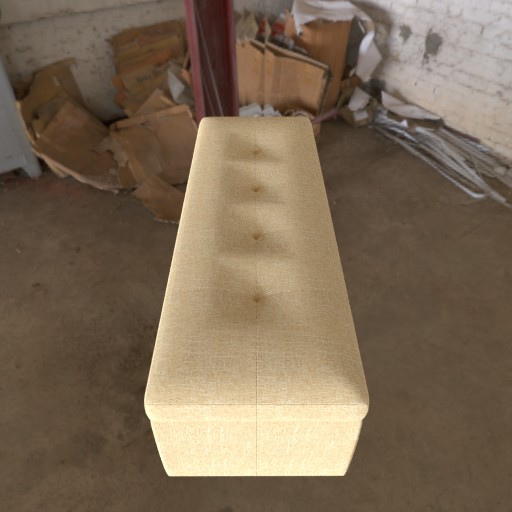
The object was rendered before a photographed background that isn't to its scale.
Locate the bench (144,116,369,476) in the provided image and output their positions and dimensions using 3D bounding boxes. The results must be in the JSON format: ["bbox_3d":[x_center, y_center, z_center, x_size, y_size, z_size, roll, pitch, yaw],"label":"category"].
[{"bbox_3d":[0.000,0.000,1.386,0.432,0.406,1.219,0,42,0],"label":"bench"}]
